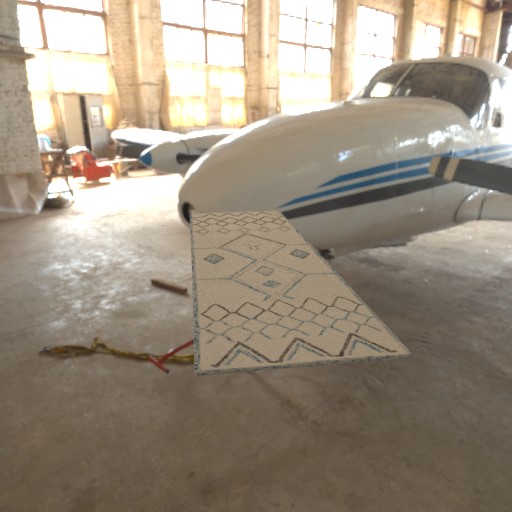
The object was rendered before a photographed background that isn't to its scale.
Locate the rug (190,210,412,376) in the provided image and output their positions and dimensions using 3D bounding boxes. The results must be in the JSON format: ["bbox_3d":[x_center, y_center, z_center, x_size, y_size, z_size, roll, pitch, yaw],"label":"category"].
[{"bbox_3d":[0.000,0.000,2.665,0.770,0.013,2.434,-3,18,-8],"label":"rug"}]
